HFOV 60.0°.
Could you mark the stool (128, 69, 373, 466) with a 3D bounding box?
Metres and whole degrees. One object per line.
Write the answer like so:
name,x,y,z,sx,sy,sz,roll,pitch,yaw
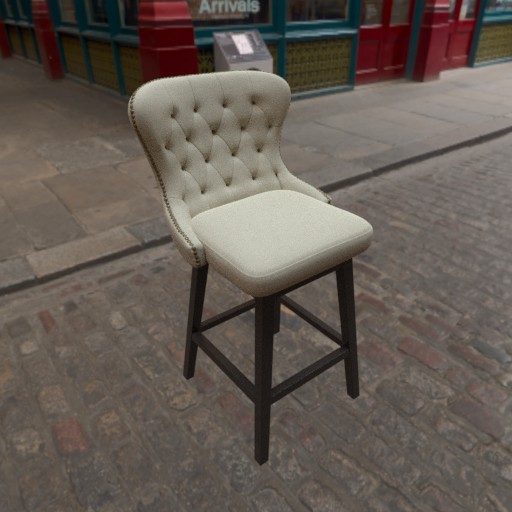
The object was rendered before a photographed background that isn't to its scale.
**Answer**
stool,0.000,0.000,1.340,0.528,0.971,0.593,-21,37,-32
